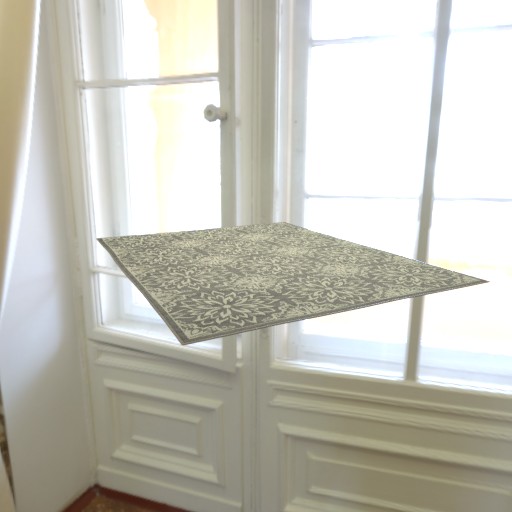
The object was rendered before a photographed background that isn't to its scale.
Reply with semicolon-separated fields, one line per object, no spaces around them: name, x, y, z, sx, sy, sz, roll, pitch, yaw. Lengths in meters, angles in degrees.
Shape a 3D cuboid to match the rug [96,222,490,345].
rug;0.000;0.000;4.036;2.363;0.012;2.980;-7;15;-26
